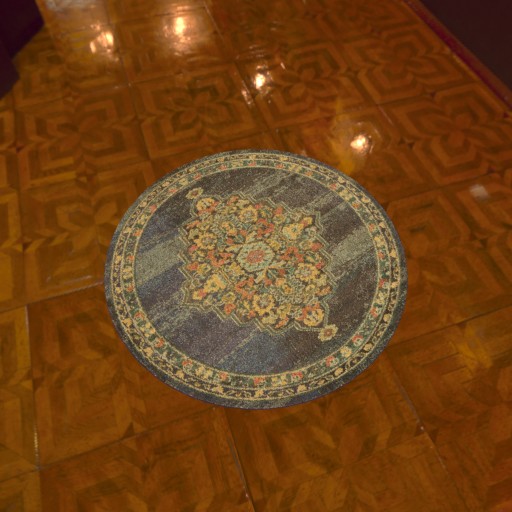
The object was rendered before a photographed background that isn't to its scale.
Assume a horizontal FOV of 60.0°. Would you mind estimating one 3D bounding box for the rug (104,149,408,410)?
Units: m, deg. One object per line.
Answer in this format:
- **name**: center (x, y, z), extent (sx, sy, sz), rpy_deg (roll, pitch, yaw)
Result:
- **rug**: center (0.000, 0.000, 2.361), extent (1.591, 0.010, 1.591), rpy_deg (0, 57, 0)
